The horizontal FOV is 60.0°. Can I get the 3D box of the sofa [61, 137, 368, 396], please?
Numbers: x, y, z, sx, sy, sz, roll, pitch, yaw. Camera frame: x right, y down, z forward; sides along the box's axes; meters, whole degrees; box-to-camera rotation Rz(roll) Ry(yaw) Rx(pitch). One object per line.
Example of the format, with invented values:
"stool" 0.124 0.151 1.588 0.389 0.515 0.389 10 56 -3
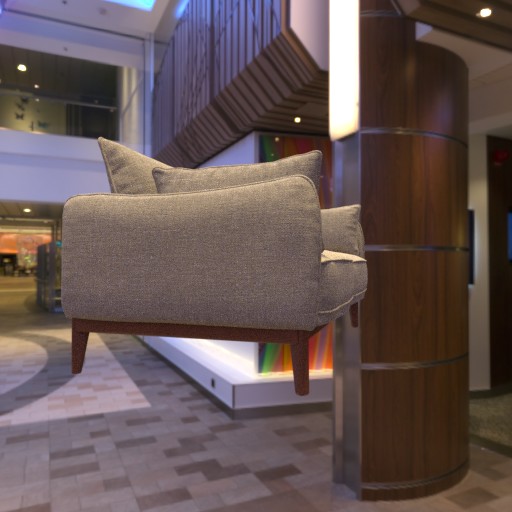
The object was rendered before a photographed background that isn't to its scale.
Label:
"sofa" 0.000 0.000 2.129 0.972 0.851 1.580 0 -1 19
